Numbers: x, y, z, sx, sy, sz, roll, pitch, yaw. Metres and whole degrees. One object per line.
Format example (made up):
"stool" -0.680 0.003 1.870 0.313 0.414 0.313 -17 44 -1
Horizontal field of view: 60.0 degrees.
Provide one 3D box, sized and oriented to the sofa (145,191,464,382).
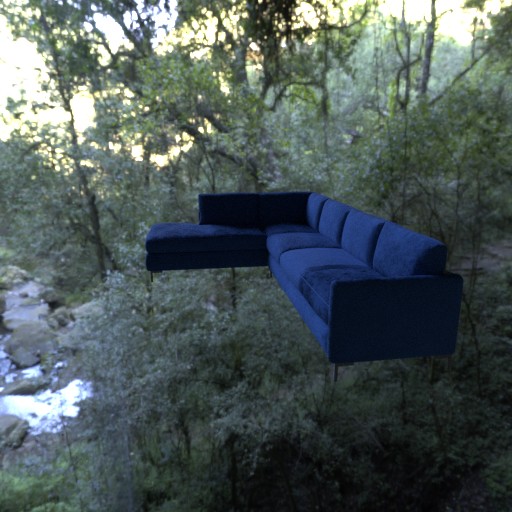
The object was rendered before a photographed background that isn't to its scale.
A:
"sofa" 0.000 0.000 3.853 2.007 0.815 2.949 -2 15 -9
